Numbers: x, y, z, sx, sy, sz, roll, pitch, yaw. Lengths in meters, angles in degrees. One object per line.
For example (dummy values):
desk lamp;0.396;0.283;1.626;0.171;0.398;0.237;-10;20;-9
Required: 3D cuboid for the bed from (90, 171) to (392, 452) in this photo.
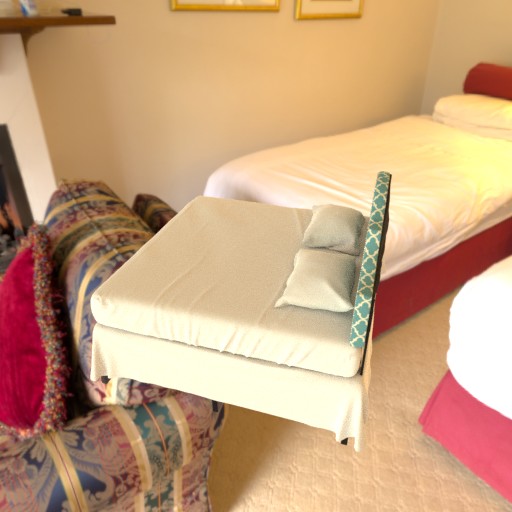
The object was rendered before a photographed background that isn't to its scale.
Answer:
bed;0.000;0.000;3.768;2.222;1.601;2.314;9;32;15
